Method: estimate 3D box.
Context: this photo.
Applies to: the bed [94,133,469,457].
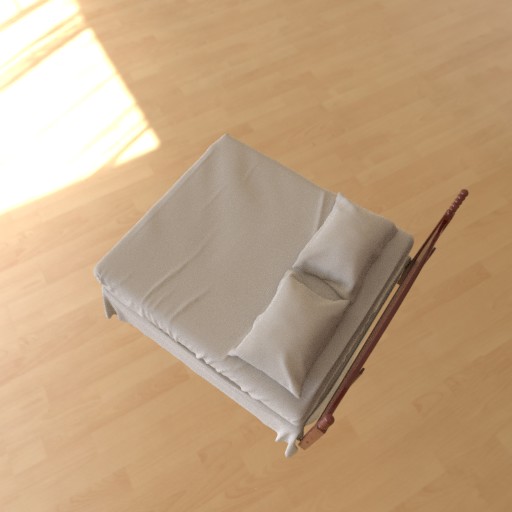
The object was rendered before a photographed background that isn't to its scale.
[{"bbox_3d":[0.000,0.000,3.235,2.040,1.356,1.873,32,67,16],"label":"bed"}]
